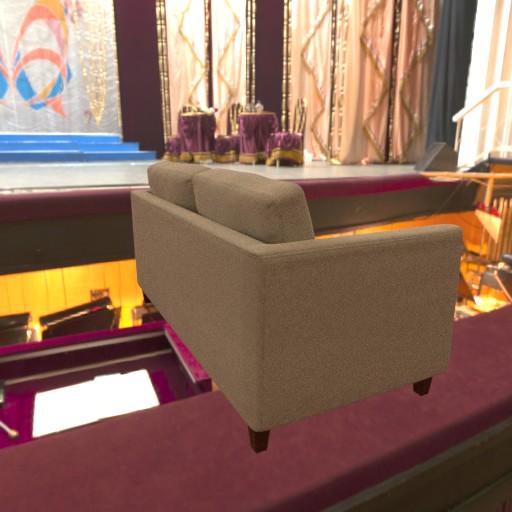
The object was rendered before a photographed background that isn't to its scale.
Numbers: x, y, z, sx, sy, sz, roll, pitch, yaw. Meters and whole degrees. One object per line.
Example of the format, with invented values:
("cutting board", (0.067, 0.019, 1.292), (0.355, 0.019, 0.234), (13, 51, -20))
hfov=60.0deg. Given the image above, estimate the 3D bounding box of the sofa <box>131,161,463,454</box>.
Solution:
("sofa", (0.000, 0.000, 2.396), (0.950, 0.963, 1.884), (-7, 17, -26))
